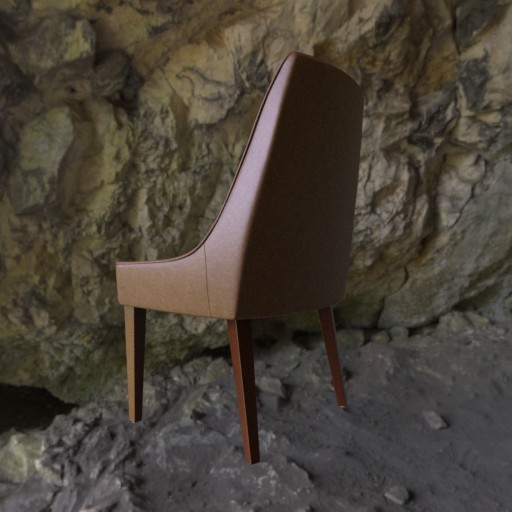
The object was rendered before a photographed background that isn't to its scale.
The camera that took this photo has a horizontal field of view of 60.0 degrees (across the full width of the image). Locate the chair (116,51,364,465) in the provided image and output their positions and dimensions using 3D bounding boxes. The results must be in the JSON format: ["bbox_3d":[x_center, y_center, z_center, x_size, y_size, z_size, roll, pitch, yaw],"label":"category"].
[{"bbox_3d":[0.000,0.000,1.189,0.544,0.861,0.529,0,1,37],"label":"chair"}]
